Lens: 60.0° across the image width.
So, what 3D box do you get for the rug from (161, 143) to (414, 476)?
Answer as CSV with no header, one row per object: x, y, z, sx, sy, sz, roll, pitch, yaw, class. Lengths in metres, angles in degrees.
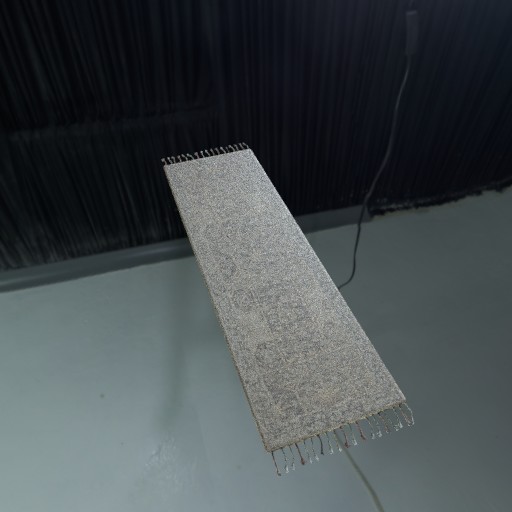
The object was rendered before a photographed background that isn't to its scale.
0.000,0.000,2.956,0.762,0.011,2.664,-14,48,-13,rug
